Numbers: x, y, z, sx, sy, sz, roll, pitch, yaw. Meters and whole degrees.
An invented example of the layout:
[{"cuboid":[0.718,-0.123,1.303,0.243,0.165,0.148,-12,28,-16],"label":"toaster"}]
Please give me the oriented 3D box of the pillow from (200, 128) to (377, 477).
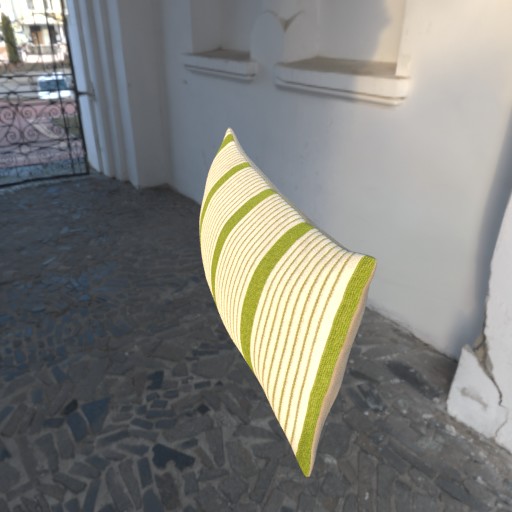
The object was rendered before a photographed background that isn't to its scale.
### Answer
[{"cuboid":[0.000,0.000,0.728,0.156,0.292,0.608,-8,29,-14],"label":"pillow"}]
